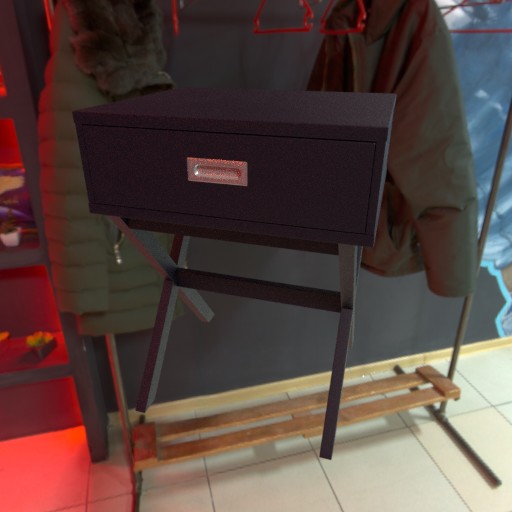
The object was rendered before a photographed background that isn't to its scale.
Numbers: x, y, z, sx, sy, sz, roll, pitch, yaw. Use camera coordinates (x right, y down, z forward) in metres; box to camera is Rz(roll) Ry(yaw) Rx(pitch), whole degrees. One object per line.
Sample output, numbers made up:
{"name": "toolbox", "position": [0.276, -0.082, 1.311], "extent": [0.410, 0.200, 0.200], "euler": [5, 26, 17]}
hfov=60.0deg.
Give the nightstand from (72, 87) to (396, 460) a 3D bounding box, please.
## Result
{"name": "nightstand", "position": [0.000, 0.000, 0.938], "extent": [0.479, 0.623, 0.402], "euler": [8, 27, 15]}
